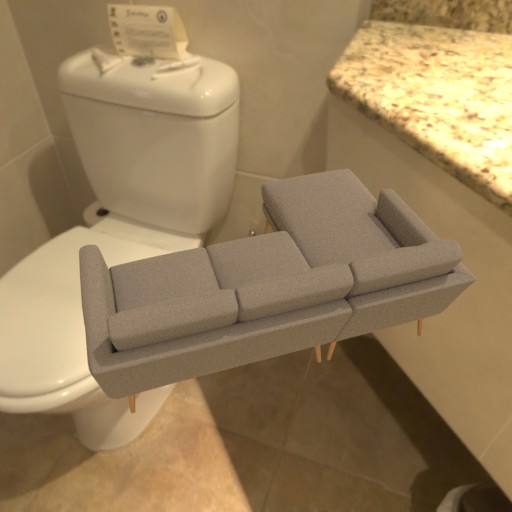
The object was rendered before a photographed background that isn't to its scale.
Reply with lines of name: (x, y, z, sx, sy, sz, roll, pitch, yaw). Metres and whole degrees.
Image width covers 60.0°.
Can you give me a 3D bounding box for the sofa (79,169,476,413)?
sofa: (0.000, 0.000, 2.815, 2.040, 0.860, 1.530, -12, 44, -12)
